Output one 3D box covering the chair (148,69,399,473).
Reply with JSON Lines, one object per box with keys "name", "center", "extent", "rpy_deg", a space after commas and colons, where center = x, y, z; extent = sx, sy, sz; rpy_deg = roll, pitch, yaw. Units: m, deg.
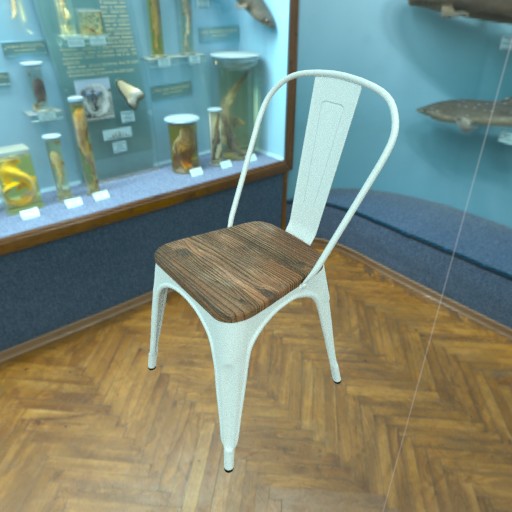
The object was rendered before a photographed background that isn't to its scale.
{"name": "chair", "center": [0.000, 0.000, 1.157], "extent": [0.521, 0.851, 0.452], "rpy_deg": [-22, 38, -31]}
